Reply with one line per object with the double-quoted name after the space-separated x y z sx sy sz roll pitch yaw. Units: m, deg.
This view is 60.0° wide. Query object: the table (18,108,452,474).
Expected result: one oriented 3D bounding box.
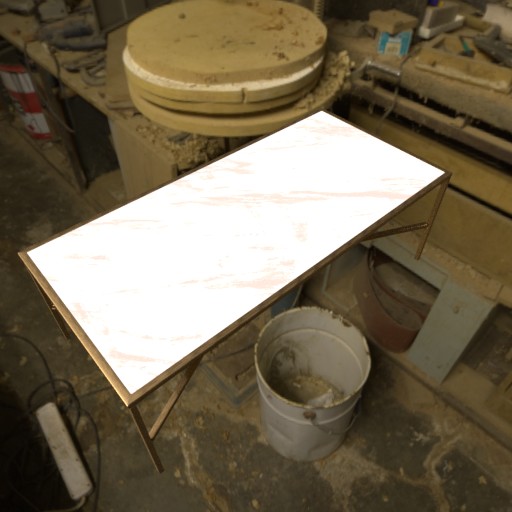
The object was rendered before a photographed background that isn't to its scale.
0.000 0.000 1.457 1.197 0.405 0.577 -33 54 -27 "table"
